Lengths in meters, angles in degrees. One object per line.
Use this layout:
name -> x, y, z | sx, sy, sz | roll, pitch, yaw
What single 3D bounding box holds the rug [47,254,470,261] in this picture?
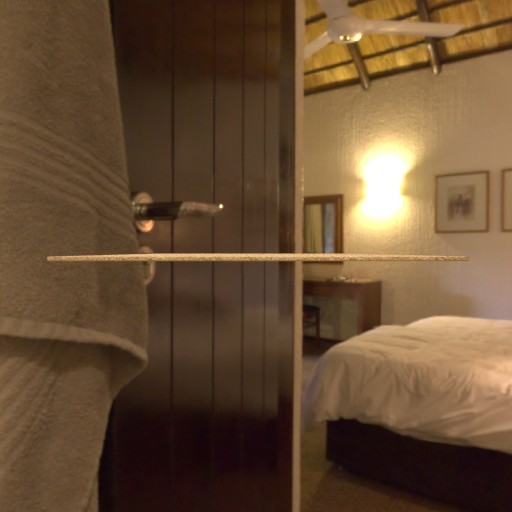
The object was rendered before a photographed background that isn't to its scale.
rug -> 0.000, 0.000, 4.014 | 2.400, 0.026, 3.000 | 0, 1, -1
